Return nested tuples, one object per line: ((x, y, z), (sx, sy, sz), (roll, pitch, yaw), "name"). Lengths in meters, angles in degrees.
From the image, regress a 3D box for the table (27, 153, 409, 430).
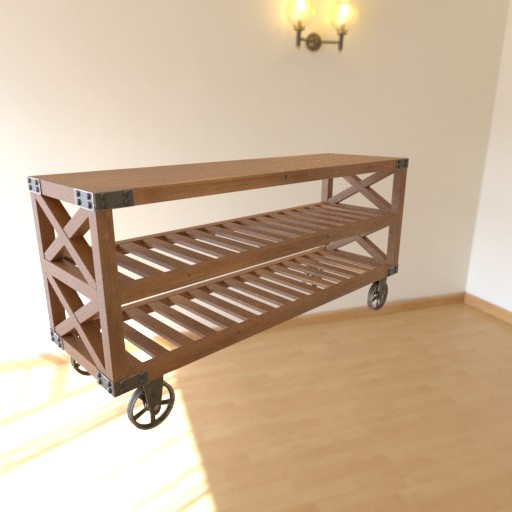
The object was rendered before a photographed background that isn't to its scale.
((0.000, 0.000, 1.766), (1.487, 0.711, 0.467), (-16, 23, -42), "table")
